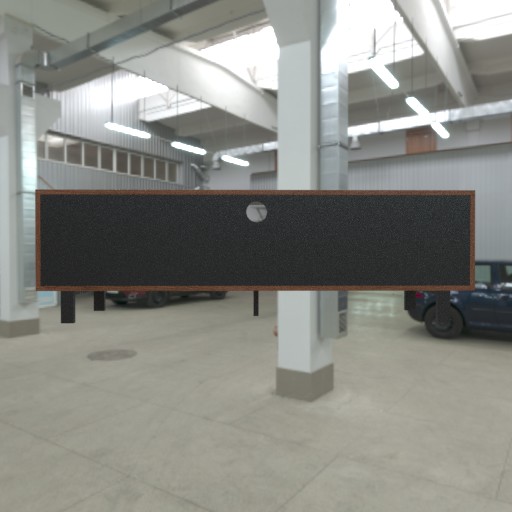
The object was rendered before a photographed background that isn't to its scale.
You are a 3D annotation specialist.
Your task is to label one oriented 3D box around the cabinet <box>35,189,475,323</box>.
[{"bbox_3d":[0.000,0.000,1.864,1.650,0.500,0.400,0,1,-1],"label":"cabinet"}]
